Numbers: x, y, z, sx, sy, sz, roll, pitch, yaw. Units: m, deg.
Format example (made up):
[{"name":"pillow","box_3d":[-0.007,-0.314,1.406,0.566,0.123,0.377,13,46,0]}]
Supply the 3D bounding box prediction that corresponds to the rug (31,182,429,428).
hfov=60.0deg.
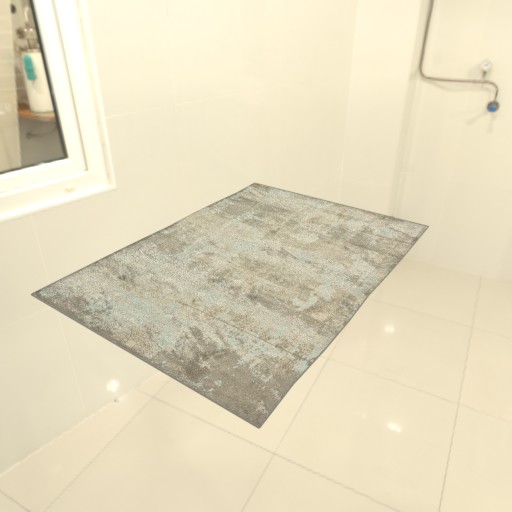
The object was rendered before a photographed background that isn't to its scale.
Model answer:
[{"name":"rug","box_3d":[0.000,0.000,4.364,2.393,0.013,3.307,19,35,30]}]
